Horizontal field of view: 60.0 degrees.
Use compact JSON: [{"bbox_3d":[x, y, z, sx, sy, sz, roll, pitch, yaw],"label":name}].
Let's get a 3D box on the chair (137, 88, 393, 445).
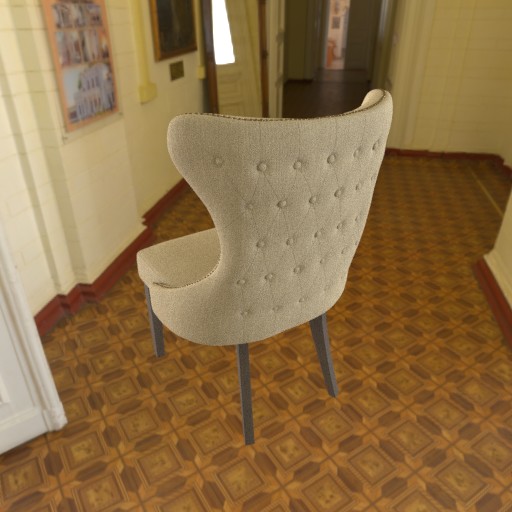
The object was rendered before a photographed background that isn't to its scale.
[{"bbox_3d":[0.000,0.000,1.351,0.628,0.967,0.635,-18,33,-29],"label":"chair"}]
